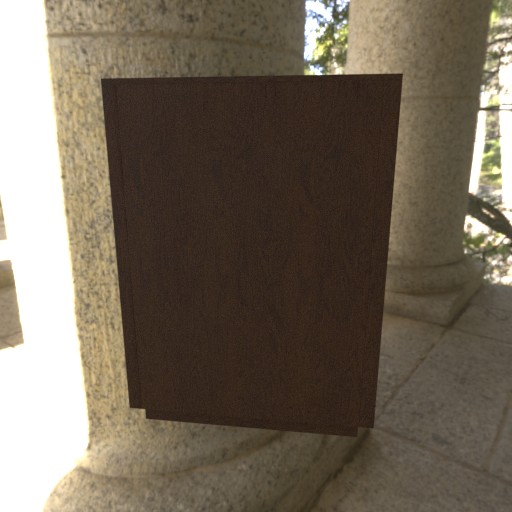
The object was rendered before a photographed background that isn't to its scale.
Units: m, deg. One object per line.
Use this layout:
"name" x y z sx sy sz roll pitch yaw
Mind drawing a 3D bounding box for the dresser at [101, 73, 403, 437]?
"dresser" 0.000 0.000 1.820 0.964 1.320 0.516 2 16 7
